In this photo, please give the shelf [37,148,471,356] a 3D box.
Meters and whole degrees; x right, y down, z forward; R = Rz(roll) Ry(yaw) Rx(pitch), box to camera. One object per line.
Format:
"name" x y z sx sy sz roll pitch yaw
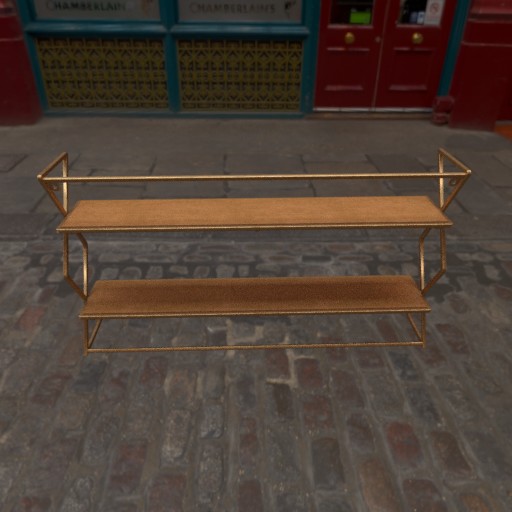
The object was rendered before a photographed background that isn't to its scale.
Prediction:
"shelf" 0.000 0.000 1.014 0.822 0.450 0.150 -1 31 -2
